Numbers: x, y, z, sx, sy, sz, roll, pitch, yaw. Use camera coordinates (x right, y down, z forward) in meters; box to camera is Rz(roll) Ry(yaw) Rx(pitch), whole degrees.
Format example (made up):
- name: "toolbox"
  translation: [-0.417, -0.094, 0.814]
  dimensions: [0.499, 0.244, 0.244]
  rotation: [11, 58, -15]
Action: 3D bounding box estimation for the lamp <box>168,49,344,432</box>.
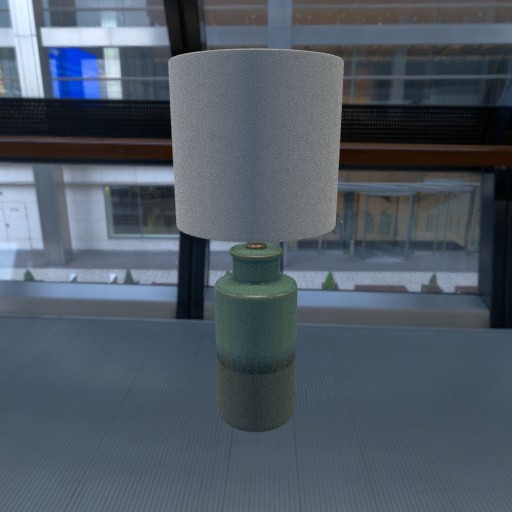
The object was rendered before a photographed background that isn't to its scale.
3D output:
- name: "lamp"
  translation: [0.000, 0.000, 0.613]
  dimensions: [0.212, 0.493, 0.212]
  rotation: [-15, 22, -42]
